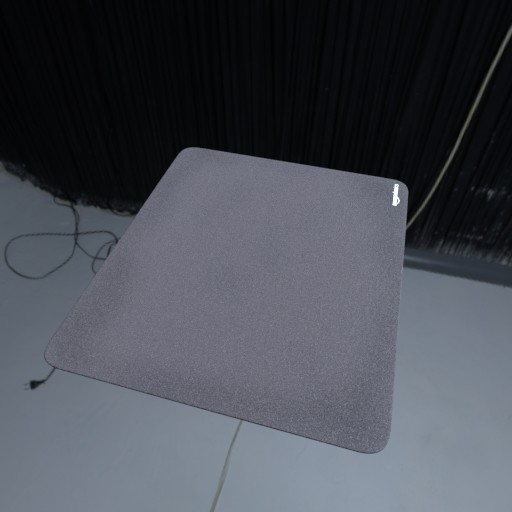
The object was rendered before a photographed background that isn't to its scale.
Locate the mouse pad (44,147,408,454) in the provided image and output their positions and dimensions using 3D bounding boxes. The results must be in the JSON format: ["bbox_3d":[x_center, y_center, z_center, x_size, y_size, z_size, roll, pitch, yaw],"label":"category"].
[{"bbox_3d":[0.000,0.000,0.613,0.393,0.002,0.451,12,48,11],"label":"mouse pad"}]
